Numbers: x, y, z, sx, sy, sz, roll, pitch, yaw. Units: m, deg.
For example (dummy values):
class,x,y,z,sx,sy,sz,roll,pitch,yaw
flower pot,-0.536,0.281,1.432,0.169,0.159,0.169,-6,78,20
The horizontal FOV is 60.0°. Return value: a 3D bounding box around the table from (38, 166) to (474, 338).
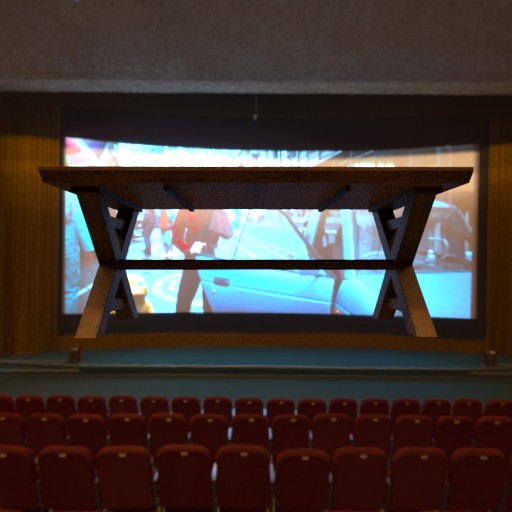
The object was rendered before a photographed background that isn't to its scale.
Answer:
class,x,y,z,sx,sy,sz,roll,pitch,yaw
table,0.000,0.000,2.530,1.966,0.793,1.071,0,-1,0
